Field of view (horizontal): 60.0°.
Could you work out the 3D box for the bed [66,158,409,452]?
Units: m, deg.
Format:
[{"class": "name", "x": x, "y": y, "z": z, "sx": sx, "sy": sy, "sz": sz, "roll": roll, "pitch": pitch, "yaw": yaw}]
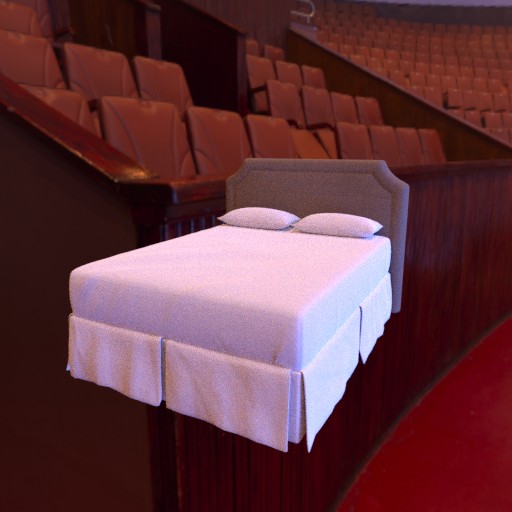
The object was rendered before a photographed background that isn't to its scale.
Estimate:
[{"class": "bed", "x": 0.000, "y": 0.000, "z": 3.132, "sx": 1.693, "sy": 1.290, "sz": 2.116, "roll": 7, "pitch": 16, "yaw": 27}]
